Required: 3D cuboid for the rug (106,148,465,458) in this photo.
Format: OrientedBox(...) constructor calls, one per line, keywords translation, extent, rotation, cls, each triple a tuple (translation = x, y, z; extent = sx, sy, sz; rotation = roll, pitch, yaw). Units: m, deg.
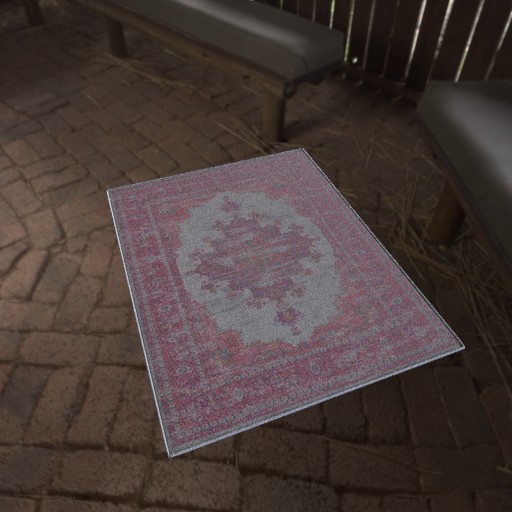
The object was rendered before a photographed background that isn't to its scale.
OrientedBox(translation=(0.000, 0.000, 4.291), extent=(2.447, 0.017, 3.123), rotation=(-15, 48, -14), cls="rug")
